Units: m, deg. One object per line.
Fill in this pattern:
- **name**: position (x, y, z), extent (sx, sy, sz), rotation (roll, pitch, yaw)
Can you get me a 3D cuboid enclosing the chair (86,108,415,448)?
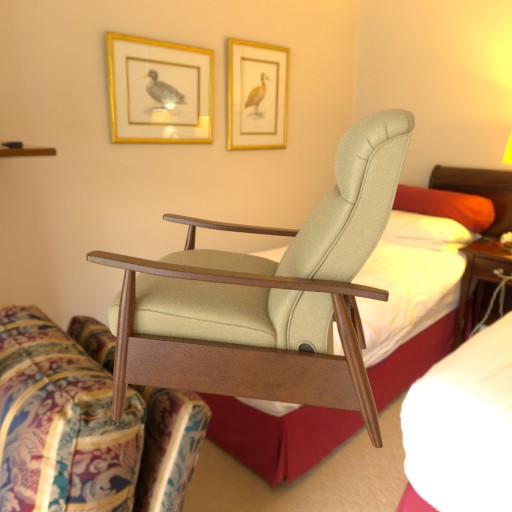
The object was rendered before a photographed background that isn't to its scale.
- **chair**: position (0.000, 0.000, 1.750), extent (1.014, 1.082, 0.762), rotation (2, 16, 9)
